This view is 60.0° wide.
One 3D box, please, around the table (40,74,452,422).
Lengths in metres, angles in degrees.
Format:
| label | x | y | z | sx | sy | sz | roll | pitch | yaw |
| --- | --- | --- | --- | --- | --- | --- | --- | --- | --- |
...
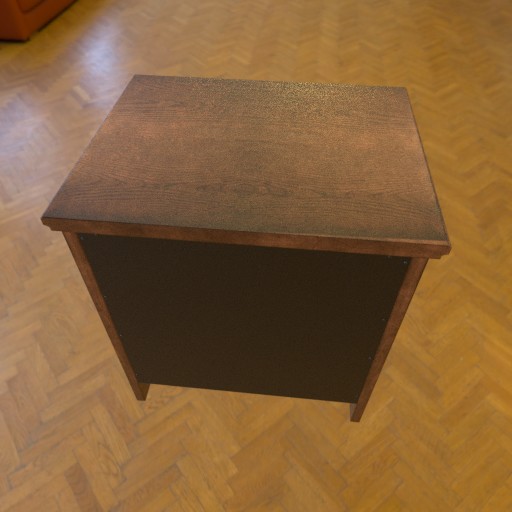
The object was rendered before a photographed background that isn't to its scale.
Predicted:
| label | x | y | z | sx | sy | sz | roll | pitch | yaw |
| --- | --- | --- | --- | --- | --- | --- | --- | --- | --- |
| table | 0.000 | 0.000 | 0.996 | 0.586 | 0.597 | 0.461 | 4 | 47 | 4 |
